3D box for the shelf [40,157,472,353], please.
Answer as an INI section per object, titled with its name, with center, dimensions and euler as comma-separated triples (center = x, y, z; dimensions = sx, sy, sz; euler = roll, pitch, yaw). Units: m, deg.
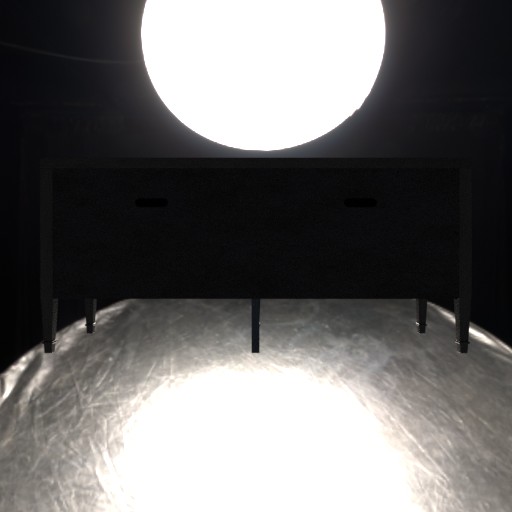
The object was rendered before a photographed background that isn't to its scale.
[shelf]
center = 0.000, 0.000, 1.856
dimensions = 1.575, 0.719, 0.479
euler = 0, 0, 0
